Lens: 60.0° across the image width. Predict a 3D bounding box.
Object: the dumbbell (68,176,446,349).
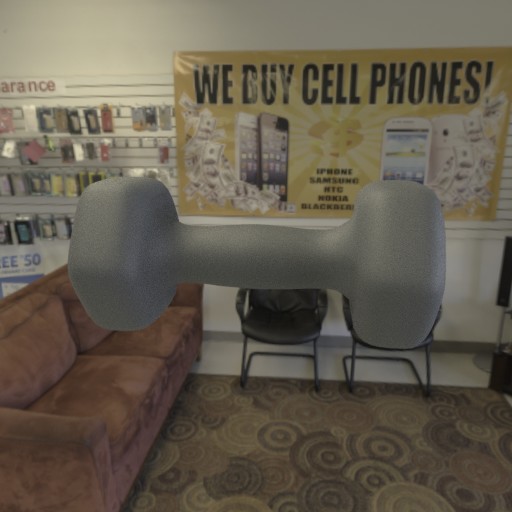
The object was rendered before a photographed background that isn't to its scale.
[{"bbox_3d":[0.000,0.000,0.309,0.240,0.105,0.116,2,15,9],"label":"dumbbell"}]
